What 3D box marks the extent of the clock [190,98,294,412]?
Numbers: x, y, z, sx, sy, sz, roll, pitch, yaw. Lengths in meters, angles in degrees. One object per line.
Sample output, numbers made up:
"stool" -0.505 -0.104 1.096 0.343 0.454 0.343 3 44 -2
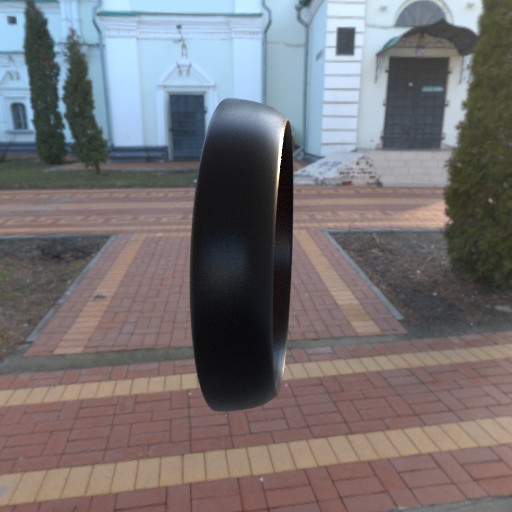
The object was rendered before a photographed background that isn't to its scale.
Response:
"clock" 0.000 0.000 0.446 0.060 0.300 0.300 2 16 7
